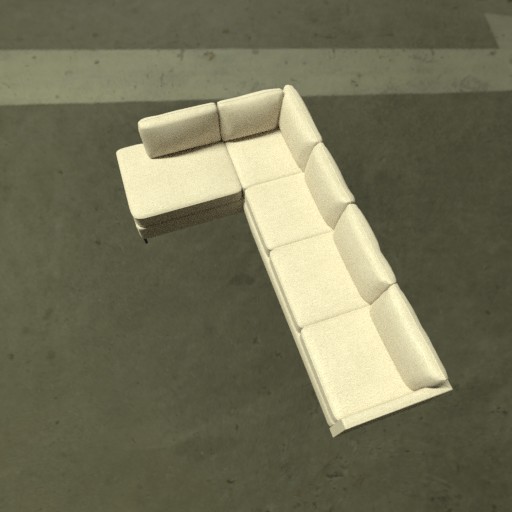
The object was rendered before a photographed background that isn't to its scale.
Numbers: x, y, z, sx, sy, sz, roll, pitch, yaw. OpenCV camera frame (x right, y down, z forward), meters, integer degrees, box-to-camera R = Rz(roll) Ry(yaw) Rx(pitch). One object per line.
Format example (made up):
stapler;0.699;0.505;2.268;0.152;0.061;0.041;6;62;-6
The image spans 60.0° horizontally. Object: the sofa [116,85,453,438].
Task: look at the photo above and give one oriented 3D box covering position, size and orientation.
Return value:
sofa;0.000;0.000;4.190;2.048;0.996;3.384;-17;64;-9
